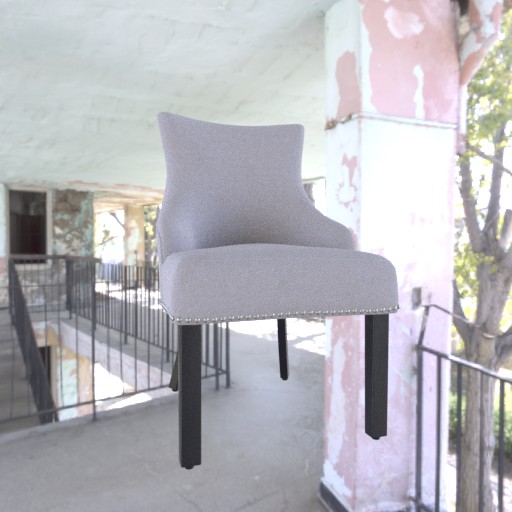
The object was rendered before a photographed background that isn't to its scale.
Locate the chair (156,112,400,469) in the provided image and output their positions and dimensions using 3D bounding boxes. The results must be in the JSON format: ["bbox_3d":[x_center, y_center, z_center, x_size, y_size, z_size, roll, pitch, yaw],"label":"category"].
[{"bbox_3d":[0.000,0.000,1.275,0.566,0.909,0.629,0,2,-18],"label":"chair"}]
